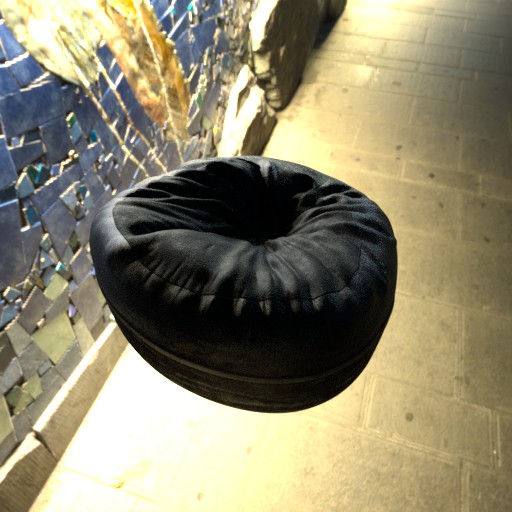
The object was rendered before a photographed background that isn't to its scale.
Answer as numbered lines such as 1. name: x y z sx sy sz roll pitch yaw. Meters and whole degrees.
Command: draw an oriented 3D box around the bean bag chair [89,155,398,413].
1. bean bag chair: 0.000 0.000 2.386 1.524 0.878 1.524 24 50 22
